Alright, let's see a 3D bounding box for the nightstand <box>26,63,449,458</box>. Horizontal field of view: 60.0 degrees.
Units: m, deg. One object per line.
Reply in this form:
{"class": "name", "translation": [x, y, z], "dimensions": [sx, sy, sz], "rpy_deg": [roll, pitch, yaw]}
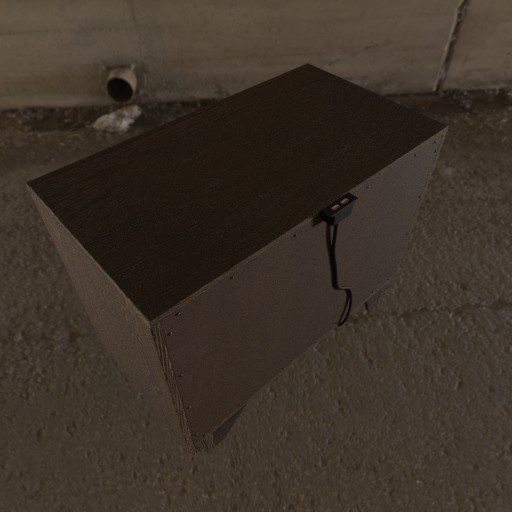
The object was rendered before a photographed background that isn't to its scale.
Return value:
{"class": "nightstand", "translation": [0.000, 0.000, 1.126], "dimensions": [0.775, 0.612, 0.457], "rpy_deg": [-33, 55, -27]}
